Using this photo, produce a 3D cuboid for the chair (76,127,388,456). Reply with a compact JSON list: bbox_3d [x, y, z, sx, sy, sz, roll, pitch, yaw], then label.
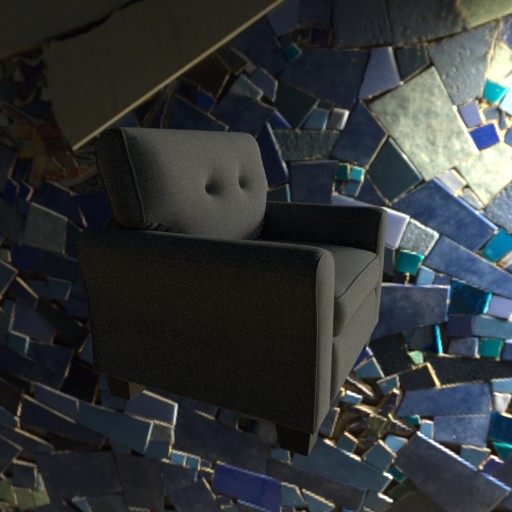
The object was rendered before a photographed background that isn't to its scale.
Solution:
[{"bbox_3d":[0.000,0.000,1.619,0.816,0.890,0.941,7,16,25],"label":"chair"}]
